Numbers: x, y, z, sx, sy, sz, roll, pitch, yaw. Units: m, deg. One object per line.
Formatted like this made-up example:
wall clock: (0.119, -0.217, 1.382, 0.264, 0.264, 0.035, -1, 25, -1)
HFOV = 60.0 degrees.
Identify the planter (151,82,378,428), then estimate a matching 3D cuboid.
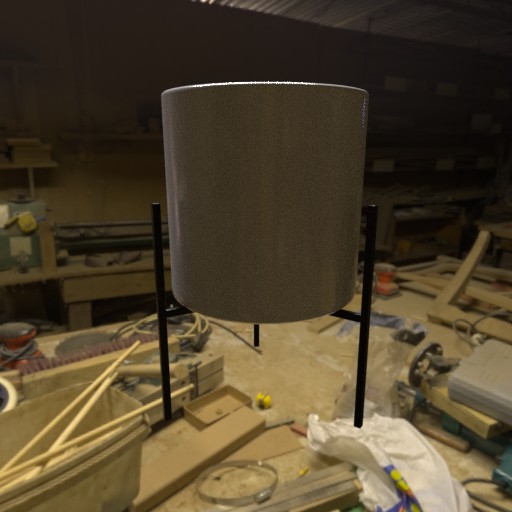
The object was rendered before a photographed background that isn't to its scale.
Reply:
planter: (0.000, 0.000, 0.515, 0.239, 0.356, 0.239, -8, 16, -27)
